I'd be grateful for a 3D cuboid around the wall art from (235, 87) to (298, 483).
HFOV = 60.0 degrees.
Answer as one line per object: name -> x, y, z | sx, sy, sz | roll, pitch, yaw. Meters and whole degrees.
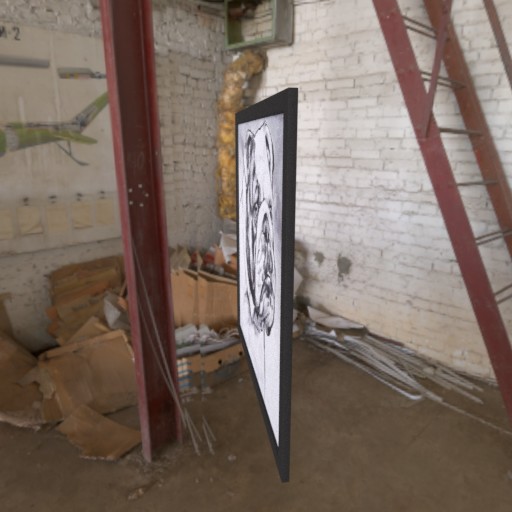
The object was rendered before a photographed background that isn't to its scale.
wall art -> 0.000, 0.000, 0.862 | 0.012, 0.558, 0.562 | -2, 15, -9
